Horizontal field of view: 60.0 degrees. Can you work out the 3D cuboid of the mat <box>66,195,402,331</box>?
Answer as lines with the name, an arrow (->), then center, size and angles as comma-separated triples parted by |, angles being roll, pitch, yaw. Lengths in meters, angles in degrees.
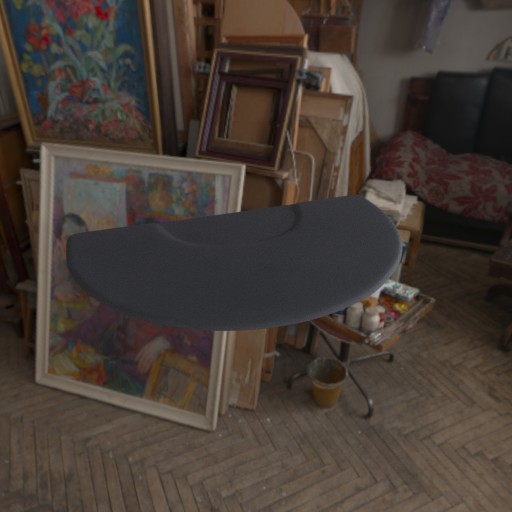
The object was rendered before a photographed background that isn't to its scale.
mat -> 0.000, 0.000, 1.867 | 1.525, 0.022, 0.917 | -10, 32, -16
